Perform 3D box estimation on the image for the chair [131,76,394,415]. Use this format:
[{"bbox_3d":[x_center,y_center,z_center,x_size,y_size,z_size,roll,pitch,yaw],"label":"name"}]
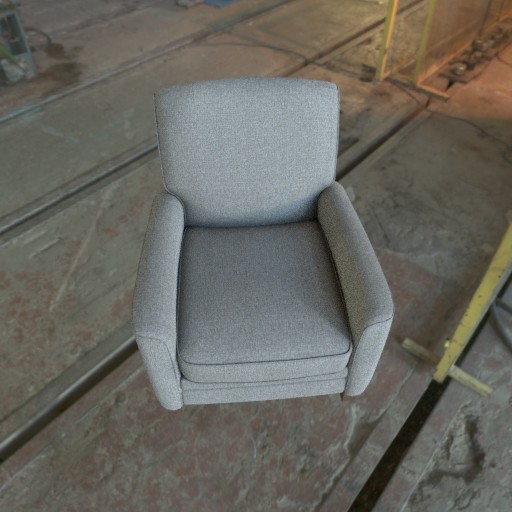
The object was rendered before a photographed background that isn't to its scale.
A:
[{"bbox_3d":[0.000,0.000,1.674,0.848,1.014,0.864,-3,47,-3],"label":"chair"}]
